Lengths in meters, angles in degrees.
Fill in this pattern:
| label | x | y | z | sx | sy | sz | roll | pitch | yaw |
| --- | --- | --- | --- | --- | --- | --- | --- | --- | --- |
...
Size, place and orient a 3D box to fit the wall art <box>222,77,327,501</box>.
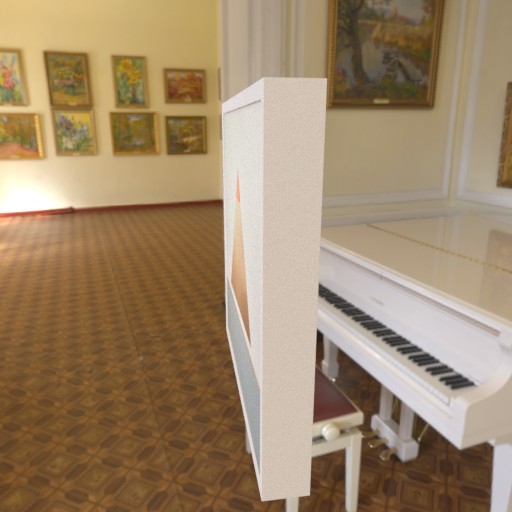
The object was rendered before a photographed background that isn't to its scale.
| label | x | y | z | sx | sy | sz | roll | pitch | yaw |
| --- | --- | --- | --- | --- | --- | --- | --- | --- | --- |
| wall art | 0.000 | 0.000 | 0.446 | 0.038 | 0.304 | 0.305 | -2 | 16 | -8 |
